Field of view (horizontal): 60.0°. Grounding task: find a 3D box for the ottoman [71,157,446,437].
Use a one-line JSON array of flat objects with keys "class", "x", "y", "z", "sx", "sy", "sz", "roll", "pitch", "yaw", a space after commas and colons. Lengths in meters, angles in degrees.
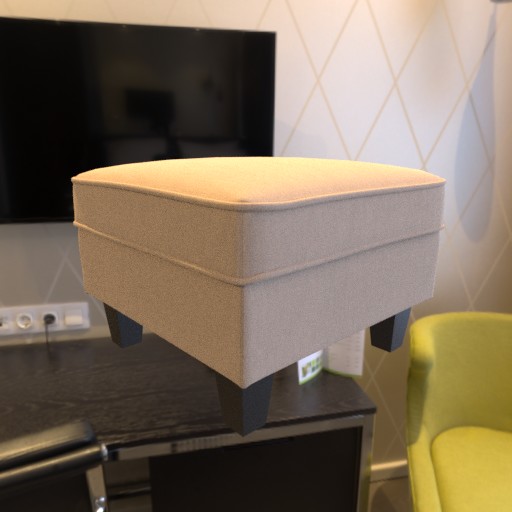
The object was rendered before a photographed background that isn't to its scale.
[{"class": "ottoman", "x": 0.000, "y": 0.000, "z": 1.015, "sx": 0.613, "sy": 0.438, "sz": 0.616, "roll": -13, "pitch": 19, "yaw": -41}]
